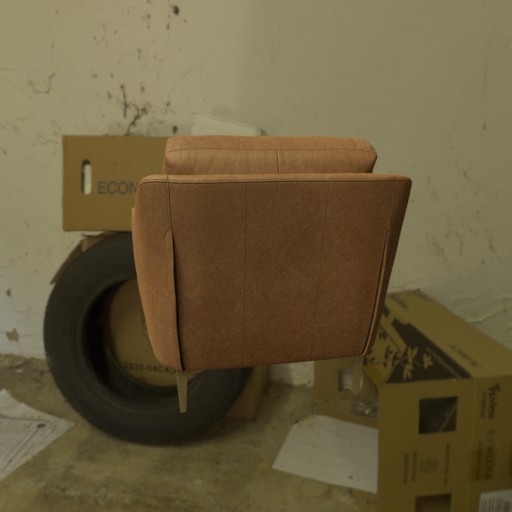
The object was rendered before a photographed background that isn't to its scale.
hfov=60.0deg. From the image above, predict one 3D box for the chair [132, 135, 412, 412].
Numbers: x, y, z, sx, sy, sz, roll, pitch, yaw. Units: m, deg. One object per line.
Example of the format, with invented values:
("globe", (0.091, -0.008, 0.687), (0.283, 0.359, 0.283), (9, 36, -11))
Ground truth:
("chair", (0.000, 0.000, 1.731), (0.988, 0.895, 0.963), (-3, 14, -10))
